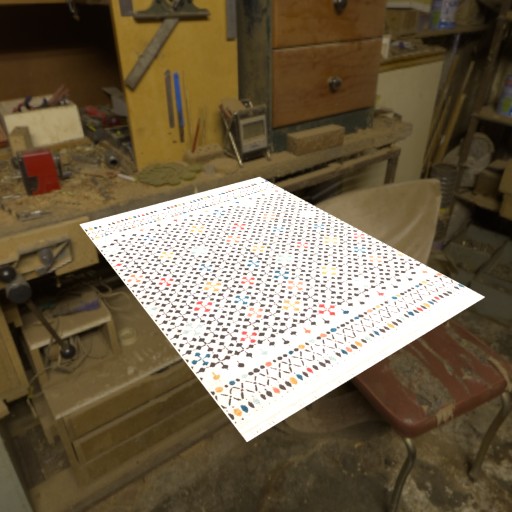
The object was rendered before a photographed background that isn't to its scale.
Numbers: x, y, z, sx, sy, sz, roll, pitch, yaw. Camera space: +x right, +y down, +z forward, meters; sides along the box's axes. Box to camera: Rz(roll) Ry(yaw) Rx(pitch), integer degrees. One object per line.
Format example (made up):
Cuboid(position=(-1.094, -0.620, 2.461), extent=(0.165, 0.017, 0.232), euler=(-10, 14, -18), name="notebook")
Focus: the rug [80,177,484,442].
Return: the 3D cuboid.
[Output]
Cuboid(position=(0.000, 0.000, 4.183), extent=(2.354, 0.007, 3.196), euler=(-20, 37, -29), name="rug")
